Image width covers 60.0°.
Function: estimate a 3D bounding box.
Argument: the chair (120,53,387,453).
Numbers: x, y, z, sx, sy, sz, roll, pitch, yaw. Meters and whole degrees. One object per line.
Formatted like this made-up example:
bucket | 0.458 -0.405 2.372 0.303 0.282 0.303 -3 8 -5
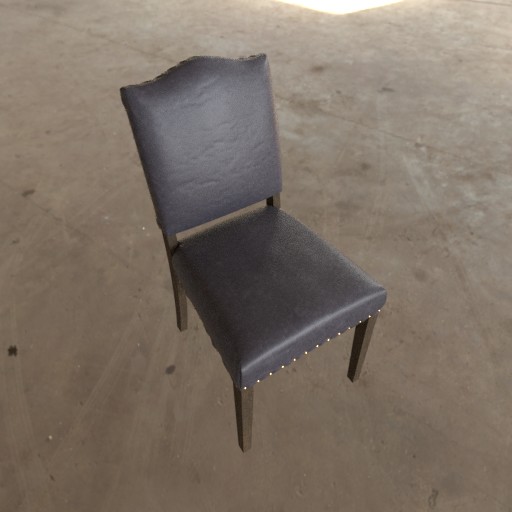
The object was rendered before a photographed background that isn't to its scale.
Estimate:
chair | 0.000 0.000 1.331 0.500 0.991 0.633 -24 49 -23
